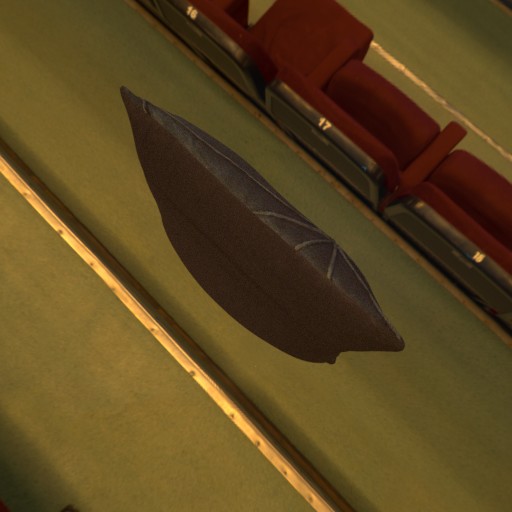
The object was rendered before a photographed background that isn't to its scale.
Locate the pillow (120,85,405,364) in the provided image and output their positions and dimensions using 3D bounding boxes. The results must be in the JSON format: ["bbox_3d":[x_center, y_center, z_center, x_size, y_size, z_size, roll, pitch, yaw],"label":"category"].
[{"bbox_3d":[0.000,0.000,0.683,0.439,0.440,0.183,44,80,10],"label":"pillow"}]
